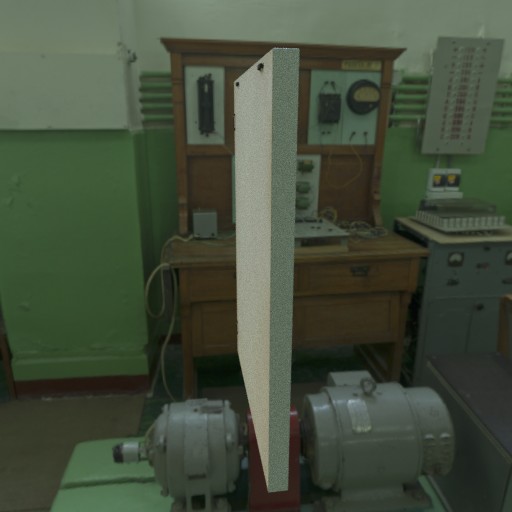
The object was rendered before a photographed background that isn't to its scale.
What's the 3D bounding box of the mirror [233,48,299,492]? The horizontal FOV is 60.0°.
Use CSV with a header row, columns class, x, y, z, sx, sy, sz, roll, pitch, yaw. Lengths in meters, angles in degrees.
class,x,y,z,sx,sy,sz,roll,pitch,yaw
mirror,0.000,0.000,0.913,0.040,0.710,0.507,-2,17,-8
